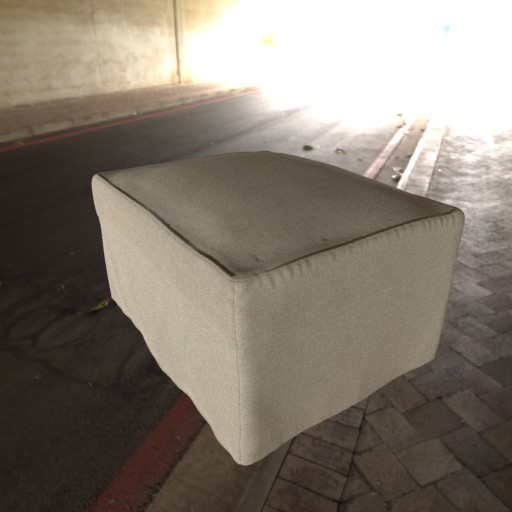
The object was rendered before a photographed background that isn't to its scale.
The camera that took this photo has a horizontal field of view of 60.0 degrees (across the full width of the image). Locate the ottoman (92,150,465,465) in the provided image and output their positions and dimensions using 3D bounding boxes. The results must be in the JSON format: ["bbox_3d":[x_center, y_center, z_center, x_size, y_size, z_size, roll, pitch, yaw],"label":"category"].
[{"bbox_3d":[0.000,0.000,1.252,0.650,0.485,0.833,-16,30,-30],"label":"ottoman"}]
